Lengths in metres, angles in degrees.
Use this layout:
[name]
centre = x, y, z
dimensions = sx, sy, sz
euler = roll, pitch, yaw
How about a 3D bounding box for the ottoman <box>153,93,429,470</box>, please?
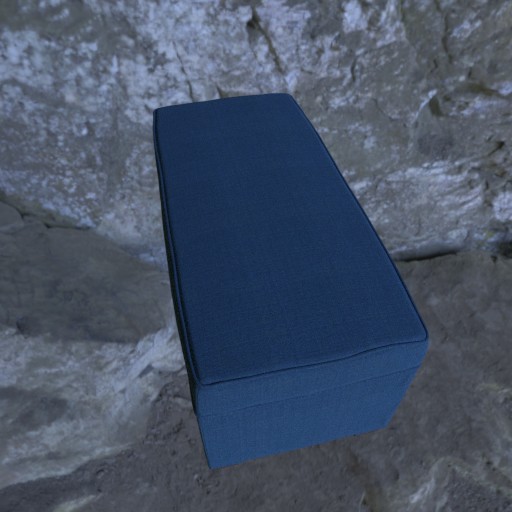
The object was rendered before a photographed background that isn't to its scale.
[ottoman]
centre = 0.000, 0.000, 1.210
dimensions = 0.474, 0.474, 0.943
euler = -10, 48, -9
